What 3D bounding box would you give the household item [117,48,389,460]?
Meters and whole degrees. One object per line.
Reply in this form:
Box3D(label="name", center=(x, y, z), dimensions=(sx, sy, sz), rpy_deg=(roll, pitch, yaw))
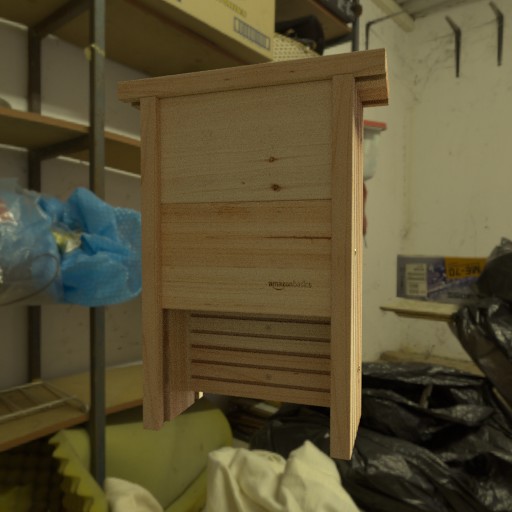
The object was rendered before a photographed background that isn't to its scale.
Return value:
Box3D(label="household item", center=(0.000, 0.000, 0.536), dimensions=(0.301, 0.407, 0.123), rpy_deg=(1, 2, 18))
